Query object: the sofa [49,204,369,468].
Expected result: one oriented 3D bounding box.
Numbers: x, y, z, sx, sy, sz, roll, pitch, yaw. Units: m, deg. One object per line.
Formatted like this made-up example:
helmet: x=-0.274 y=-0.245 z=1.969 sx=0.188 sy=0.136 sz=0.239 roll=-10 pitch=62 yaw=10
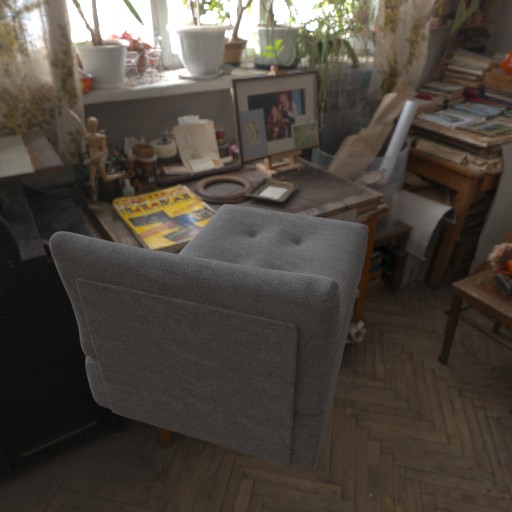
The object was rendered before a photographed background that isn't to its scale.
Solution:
sofa: x=0.000 y=0.000 z=2.022 sx=0.930 sy=0.820 sz=1.450 roll=10 pitch=33 yaw=15
